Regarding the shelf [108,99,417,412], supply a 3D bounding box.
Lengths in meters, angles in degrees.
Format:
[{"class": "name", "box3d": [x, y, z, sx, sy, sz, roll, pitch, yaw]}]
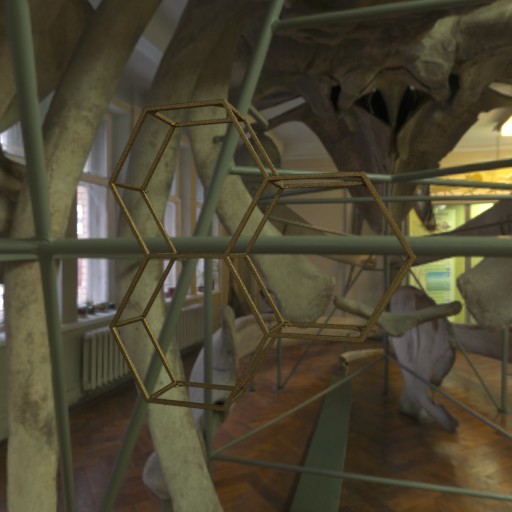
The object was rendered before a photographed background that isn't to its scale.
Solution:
[{"class": "shelf", "box3d": [0.000, 0.000, 1.049, 0.708, 0.701, 0.150, 0, 1, 17]}]
